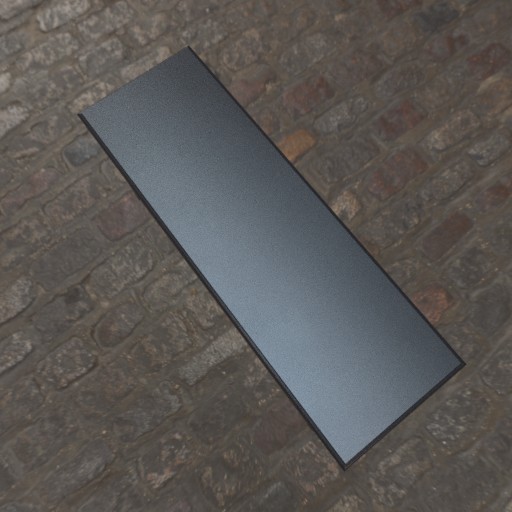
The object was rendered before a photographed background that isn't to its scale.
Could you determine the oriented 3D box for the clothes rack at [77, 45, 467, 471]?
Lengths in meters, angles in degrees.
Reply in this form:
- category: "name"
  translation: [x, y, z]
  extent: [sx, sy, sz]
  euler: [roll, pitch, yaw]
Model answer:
- category: "clothes rack"
  translation: [0.000, 0.000, 1.472]
  extent: [0.406, 0.556, 1.219]
  euler: [-36, 77, -10]
